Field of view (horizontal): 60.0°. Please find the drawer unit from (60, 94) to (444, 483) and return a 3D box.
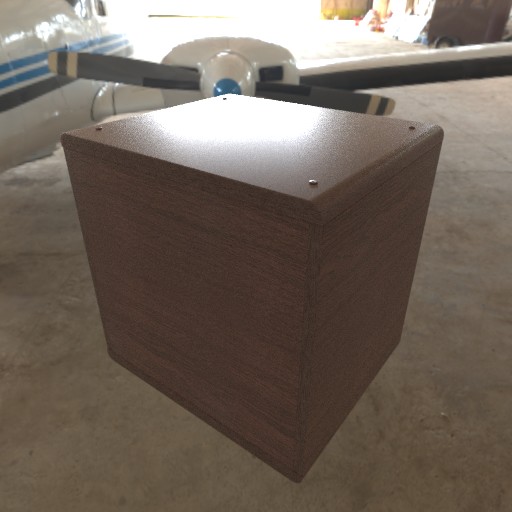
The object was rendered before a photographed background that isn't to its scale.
[{"bbox_3d":[0.000,0.000,0.599,0.344,0.344,0.290,21,36,31],"label":"drawer unit"}]
